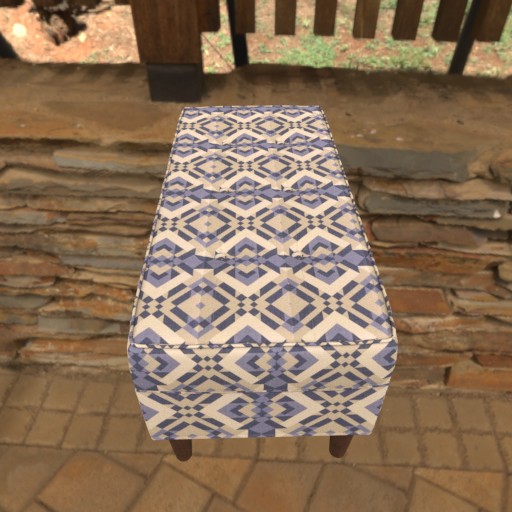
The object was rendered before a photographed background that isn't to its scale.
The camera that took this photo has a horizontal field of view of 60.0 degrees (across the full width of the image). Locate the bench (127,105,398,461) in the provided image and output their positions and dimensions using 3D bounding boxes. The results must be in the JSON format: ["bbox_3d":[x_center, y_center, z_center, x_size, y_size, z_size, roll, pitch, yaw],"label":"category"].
[{"bbox_3d":[0.000,0.000,1.271,0.492,0.477,1.016,-1,41,-1],"label":"bench"}]
